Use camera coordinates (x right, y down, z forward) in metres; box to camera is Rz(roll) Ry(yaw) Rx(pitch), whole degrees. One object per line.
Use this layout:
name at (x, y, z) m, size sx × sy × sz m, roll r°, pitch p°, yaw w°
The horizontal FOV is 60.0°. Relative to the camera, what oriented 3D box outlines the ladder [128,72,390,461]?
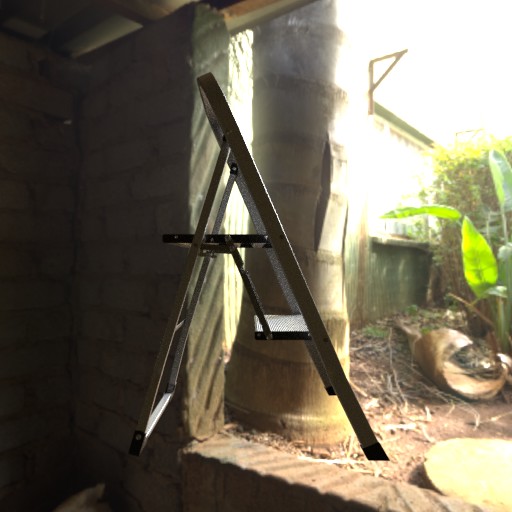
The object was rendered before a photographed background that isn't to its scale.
ladder at (0.000, 0.000, 1.122) m, size 0.530 × 0.830 × 0.465 m, roll 0°, pitch -1°, yaw -1°
